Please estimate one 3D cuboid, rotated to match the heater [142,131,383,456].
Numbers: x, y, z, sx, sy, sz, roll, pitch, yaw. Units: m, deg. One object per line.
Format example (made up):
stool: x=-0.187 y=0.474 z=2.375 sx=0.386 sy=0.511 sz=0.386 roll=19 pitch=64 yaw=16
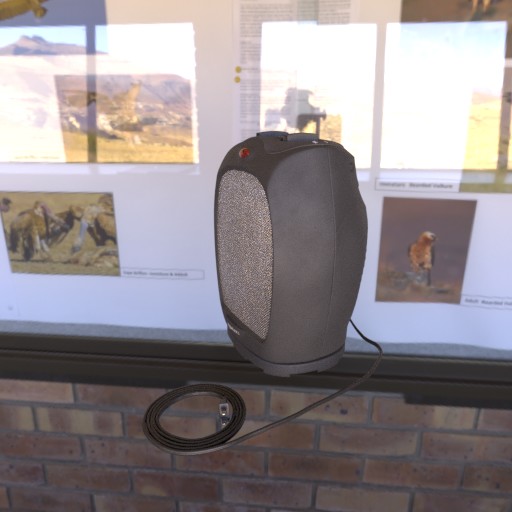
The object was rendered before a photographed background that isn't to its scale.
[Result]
heater: x=0.000 y=0.000 z=0.476 sx=0.291 sy=0.255 sz=0.239 roll=-8 pitch=19 yaw=-25
